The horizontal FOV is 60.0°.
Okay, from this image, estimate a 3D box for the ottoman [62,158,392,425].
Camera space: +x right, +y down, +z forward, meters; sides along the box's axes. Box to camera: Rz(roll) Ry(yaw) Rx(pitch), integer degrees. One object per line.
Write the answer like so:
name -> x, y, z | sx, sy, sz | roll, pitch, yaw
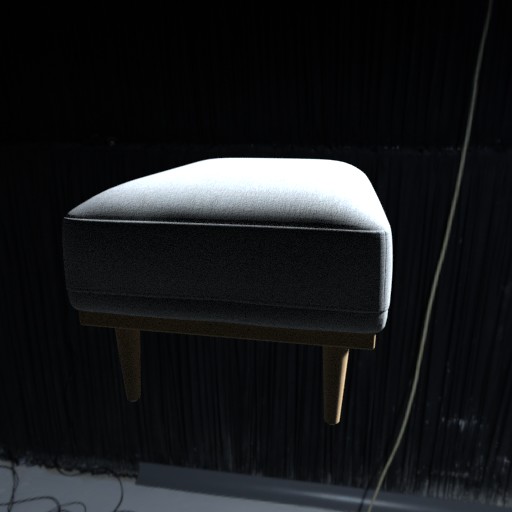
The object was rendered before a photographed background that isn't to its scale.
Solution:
ottoman -> 0.000, 0.000, 1.062 | 0.549, 0.428, 0.749 | 3, 17, 10
